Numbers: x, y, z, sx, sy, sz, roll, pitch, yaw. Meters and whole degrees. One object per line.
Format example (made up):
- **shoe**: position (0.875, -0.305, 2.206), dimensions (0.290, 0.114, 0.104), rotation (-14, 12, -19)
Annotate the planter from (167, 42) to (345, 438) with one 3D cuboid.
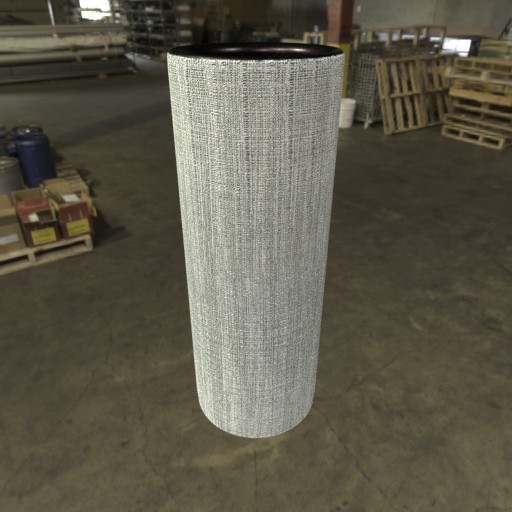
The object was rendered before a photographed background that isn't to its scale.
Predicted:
- **planter**: position (0.000, 0.000, 0.317), dimensions (0.100, 0.270, 0.100), rotation (-19, 35, -30)
